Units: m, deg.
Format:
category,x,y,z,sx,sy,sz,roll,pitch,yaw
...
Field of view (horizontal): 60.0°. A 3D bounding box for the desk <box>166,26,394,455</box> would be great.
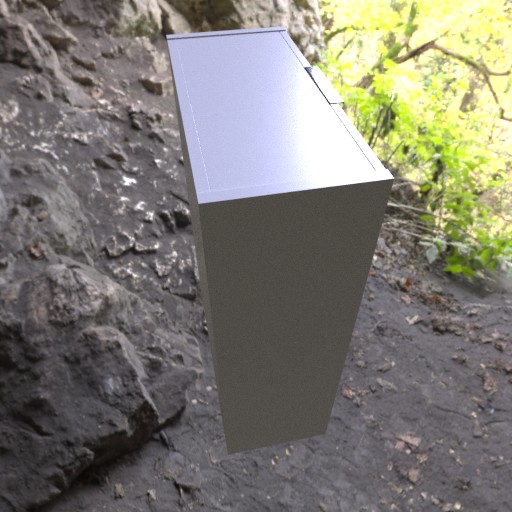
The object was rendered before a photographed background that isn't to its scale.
category,x,y,z,sx,sy,sz,roll,pitch,yaw
desk,0.000,0.000,1.535,0.390,1.190,0.850,-9,46,-8
